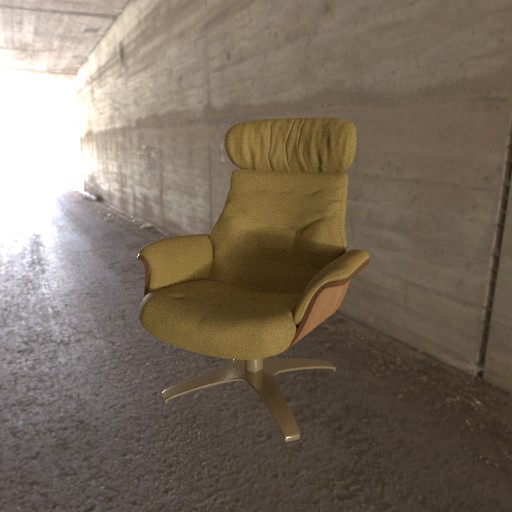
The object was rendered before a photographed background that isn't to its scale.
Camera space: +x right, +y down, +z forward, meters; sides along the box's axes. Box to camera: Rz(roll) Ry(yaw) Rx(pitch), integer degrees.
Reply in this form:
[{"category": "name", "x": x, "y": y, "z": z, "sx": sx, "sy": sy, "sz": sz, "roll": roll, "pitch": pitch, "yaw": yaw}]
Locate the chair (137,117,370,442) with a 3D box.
[{"category": "chair", "x": 0.000, "y": 0.000, "z": 1.617, "sx": 0.785, "sy": 0.995, "sz": 0.837, "roll": 7, "pitch": 16, "yaw": 25}]
